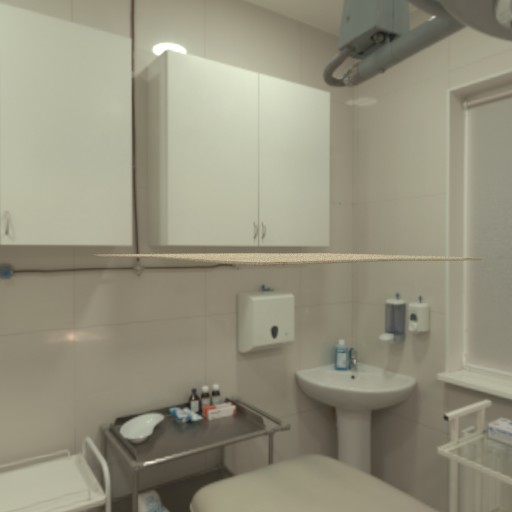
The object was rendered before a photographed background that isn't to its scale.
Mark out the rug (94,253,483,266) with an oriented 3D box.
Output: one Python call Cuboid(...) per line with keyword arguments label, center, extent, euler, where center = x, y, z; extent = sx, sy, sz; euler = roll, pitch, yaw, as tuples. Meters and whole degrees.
Cuboid(label="rug", center=(0.000, 0.000, 3.057), extent=(1.574, 0.029, 2.346), euler=(-1, 1, -34))
